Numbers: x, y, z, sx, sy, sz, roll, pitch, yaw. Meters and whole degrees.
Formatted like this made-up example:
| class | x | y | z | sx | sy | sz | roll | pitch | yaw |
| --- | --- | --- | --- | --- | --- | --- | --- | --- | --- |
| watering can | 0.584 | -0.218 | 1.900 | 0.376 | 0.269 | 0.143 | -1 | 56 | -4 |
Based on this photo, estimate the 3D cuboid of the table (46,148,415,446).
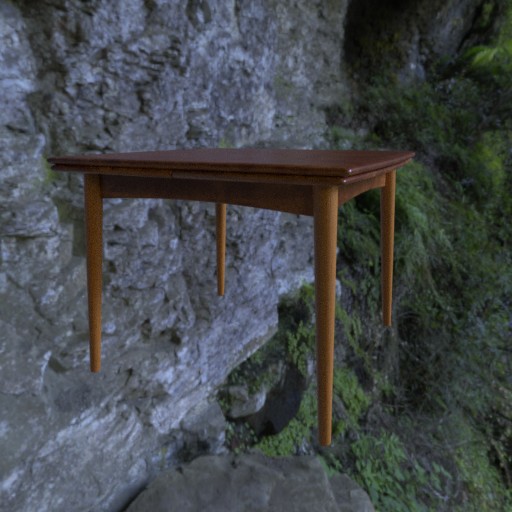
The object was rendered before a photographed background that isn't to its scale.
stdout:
| class | x | y | z | sx | sy | sz | roll | pitch | yaw |
| --- | --- | --- | --- | --- | --- | --- | --- | --- | --- |
| table | 0.000 | 0.000 | 1.674 | 0.991 | 0.754 | 0.991 | 8 | 17 | 26 |
